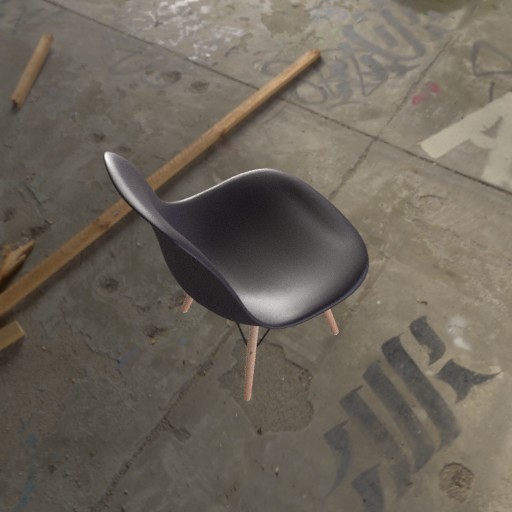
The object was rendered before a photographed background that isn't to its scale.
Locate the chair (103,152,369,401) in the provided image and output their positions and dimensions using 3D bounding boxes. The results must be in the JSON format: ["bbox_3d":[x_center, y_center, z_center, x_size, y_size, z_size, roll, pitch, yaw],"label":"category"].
[{"bbox_3d":[0.000,0.000,1.132,0.533,0.825,0.470,-31,62,-19],"label":"chair"}]
